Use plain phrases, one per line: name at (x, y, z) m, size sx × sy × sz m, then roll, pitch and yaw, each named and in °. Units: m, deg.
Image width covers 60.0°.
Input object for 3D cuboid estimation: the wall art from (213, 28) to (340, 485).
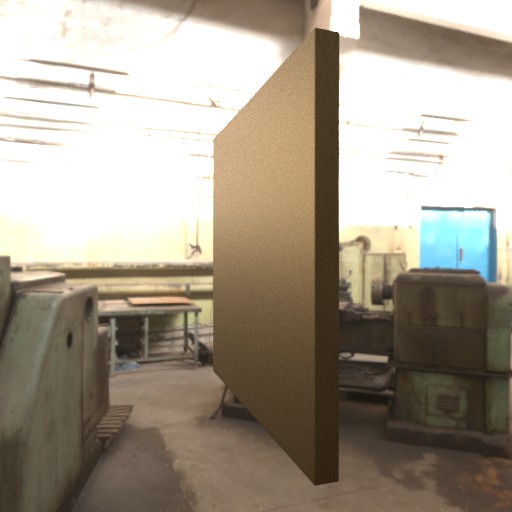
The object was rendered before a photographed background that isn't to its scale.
wall art at (0.000, 0.000, 0.732) m, size 0.031 × 0.506 × 0.503 m, roll 0°, pitch 0°, yaw -18°
